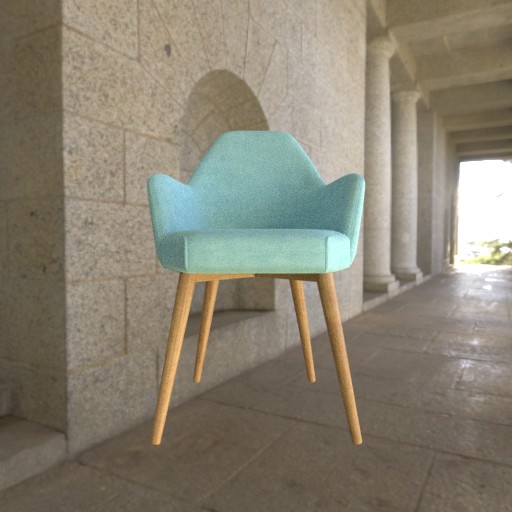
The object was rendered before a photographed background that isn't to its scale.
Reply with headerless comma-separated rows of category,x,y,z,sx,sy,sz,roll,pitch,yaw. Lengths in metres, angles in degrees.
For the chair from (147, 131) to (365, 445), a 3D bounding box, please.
chair,0.000,0.000,1.263,0.590,0.840,0.610,0,2,0
